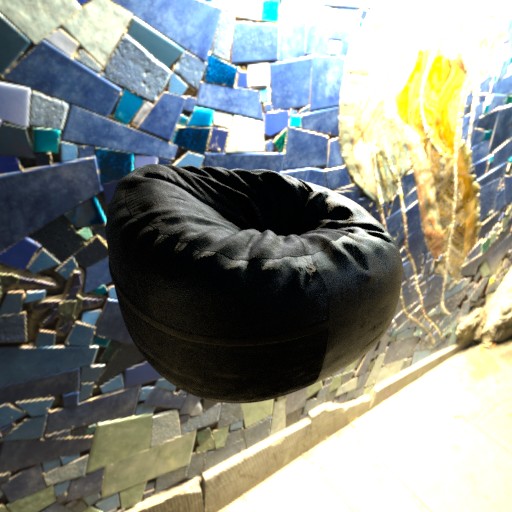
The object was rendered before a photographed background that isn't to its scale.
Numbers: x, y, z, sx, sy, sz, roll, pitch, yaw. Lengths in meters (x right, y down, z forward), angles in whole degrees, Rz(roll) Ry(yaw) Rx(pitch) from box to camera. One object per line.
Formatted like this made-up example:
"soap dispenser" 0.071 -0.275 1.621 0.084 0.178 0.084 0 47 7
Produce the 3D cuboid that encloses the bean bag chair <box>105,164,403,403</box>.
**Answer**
"bean bag chair" 0.000 0.000 2.424 1.524 0.878 1.524 -10 32 -17
